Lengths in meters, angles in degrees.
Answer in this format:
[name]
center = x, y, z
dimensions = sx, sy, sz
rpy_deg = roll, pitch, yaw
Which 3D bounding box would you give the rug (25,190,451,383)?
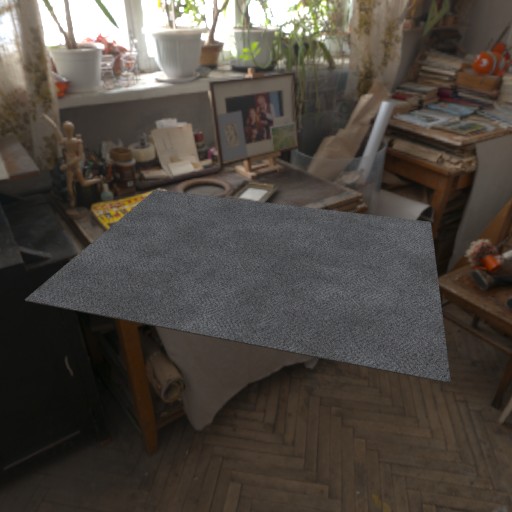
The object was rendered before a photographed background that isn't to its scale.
[rug]
center = 0.000, 0.000, 2.871
dimensions = 2.235, 0.008, 1.600
rpy_deg = 8, 33, 13
